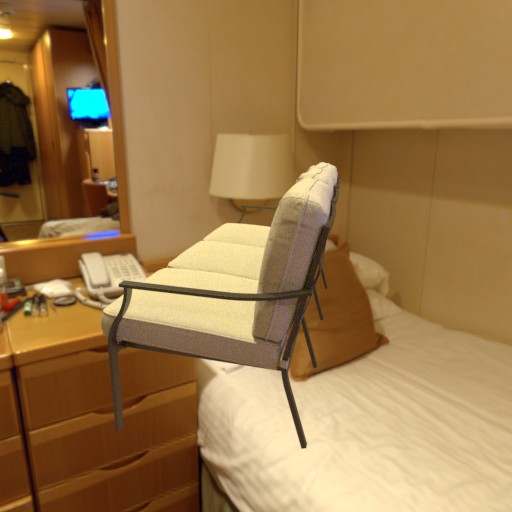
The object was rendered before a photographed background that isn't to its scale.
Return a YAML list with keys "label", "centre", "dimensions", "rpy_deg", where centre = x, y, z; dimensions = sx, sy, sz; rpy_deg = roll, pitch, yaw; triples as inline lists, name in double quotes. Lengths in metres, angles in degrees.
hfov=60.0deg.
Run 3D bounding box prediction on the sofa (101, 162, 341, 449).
- label: "sofa"
  centre: [0.000, 0.000, 2.217]
  dimensions: [0.787, 0.860, 1.740]
  rpy_deg: [3, 15, 11]
